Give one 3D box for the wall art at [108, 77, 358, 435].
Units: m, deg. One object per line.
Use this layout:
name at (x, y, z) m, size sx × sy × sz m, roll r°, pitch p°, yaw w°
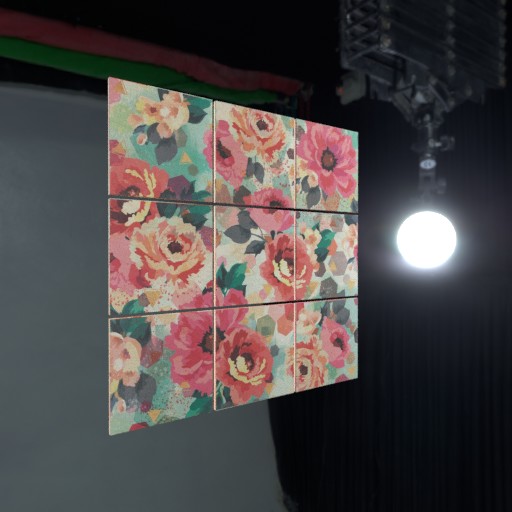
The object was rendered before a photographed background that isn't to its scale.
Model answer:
wall art at (0.000, 0.000, 1.389) m, size 0.911 × 0.910 × 0.012 m, roll 0°, pitch 1°, yaw -35°
